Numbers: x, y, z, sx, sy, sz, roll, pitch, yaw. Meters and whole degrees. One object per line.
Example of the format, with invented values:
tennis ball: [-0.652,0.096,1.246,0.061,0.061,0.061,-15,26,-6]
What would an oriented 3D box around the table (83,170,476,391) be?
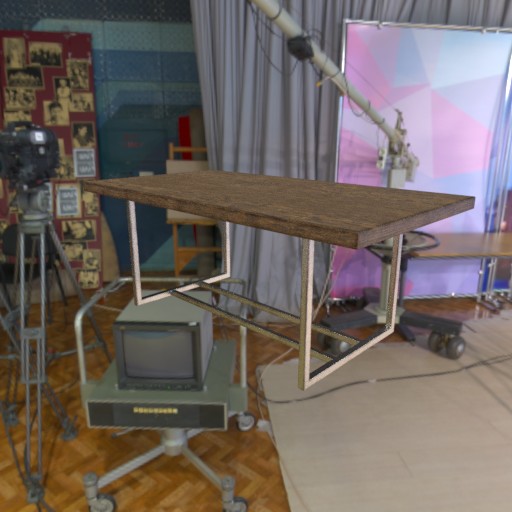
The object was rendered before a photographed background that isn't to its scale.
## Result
table: [0.000,0.000,2.600,1.989,0.795,1.078,15,22,42]
